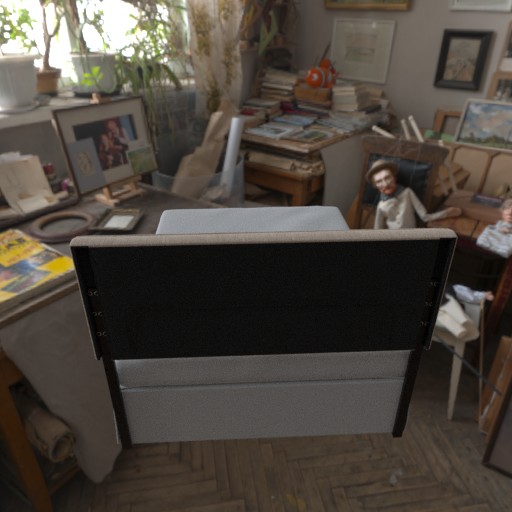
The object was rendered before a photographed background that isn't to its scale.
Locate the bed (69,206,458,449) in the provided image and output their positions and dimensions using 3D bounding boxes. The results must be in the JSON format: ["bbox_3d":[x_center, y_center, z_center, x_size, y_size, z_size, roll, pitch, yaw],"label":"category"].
[{"bbox_3d":[0.000,0.000,2.958,1.643,1.270,1.978,-1,29,-2],"label":"bed"}]
